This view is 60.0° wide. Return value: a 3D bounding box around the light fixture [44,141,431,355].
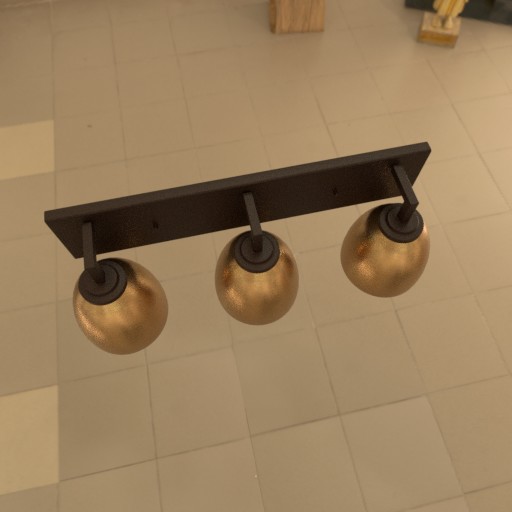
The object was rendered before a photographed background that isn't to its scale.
[{"bbox_3d":[0.000,0.000,0.670,0.582,0.204,0.157,-11,64,-6],"label":"light fixture"}]
